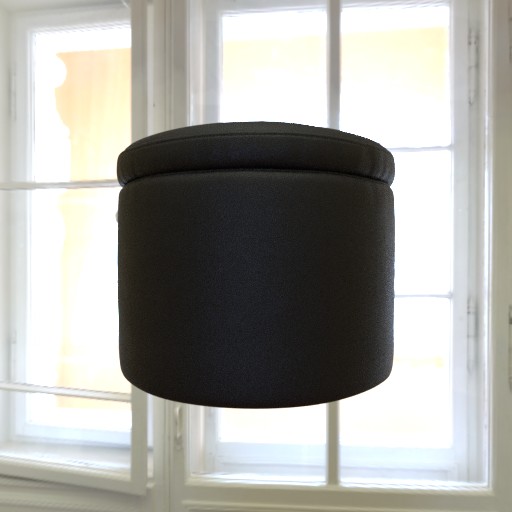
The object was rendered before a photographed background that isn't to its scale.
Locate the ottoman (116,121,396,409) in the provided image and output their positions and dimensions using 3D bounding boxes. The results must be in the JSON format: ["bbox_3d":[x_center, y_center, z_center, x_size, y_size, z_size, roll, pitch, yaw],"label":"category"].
[{"bbox_3d":[0.000,0.000,0.837,0.501,0.409,0.501,0,1,0],"label":"ottoman"}]
